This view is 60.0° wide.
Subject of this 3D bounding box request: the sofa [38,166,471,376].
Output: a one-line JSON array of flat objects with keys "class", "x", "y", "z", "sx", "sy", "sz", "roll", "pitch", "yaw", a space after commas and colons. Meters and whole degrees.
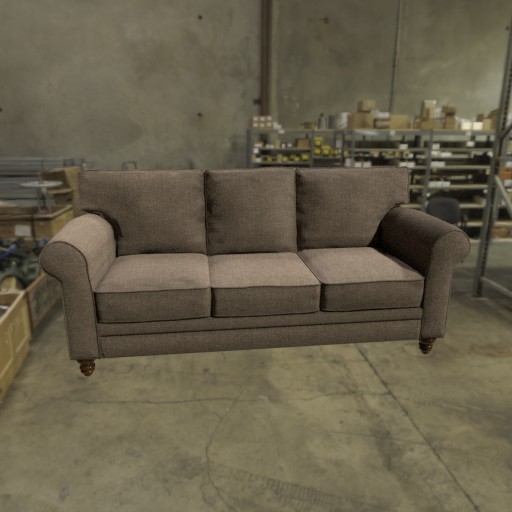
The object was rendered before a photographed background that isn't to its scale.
[{"class": "sofa", "x": 0.000, "y": 0.000, "z": 2.536, "sx": 2.084, "sy": 0.961, "sz": 0.916, "roll": -2, "pitch": 16, "yaw": -7}]
